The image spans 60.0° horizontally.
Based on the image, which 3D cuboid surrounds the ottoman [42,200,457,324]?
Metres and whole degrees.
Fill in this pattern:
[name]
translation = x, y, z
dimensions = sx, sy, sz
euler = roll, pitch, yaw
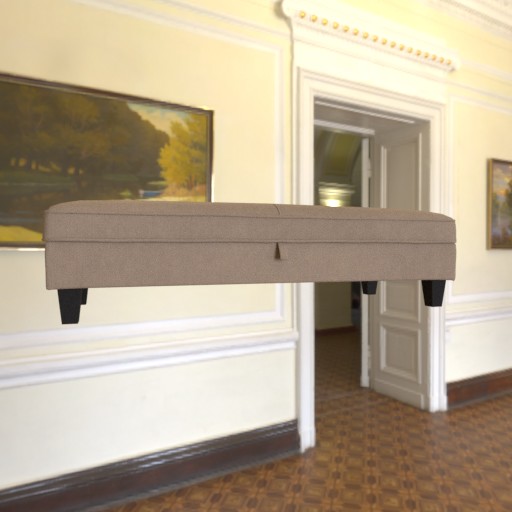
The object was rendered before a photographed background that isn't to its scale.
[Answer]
[ottoman]
translation = 0.000, 0.000, 2.054
dimensions = 1.726, 0.460, 0.735
euler = 0, 1, -17
